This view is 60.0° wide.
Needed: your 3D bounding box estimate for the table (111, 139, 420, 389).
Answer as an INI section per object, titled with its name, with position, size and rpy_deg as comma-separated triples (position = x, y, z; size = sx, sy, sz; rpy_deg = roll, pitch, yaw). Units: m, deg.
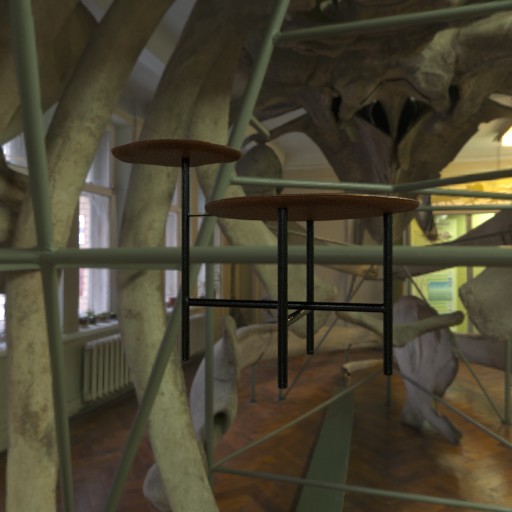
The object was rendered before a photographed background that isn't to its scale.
[table]
position = 0.000, 0.000, 1.094
size = 0.759, 0.538, 0.442
rpy_deg = 0, 0, 17
